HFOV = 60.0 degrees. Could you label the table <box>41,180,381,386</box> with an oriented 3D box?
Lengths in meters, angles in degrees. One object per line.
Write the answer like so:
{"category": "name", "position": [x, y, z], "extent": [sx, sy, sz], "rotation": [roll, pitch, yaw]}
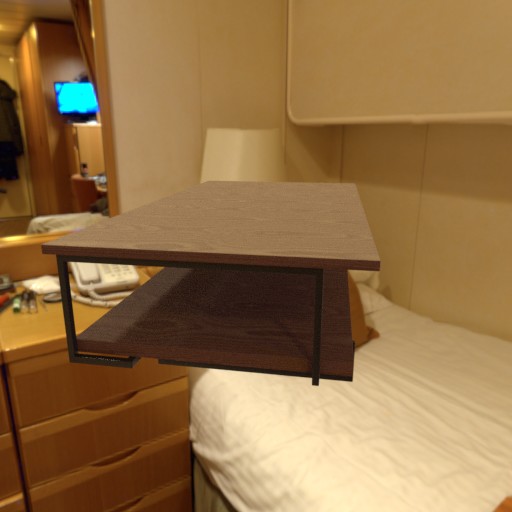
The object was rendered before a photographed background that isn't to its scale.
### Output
{"category": "table", "position": [0.000, 0.000, 1.434], "extent": [0.651, 0.347, 1.197], "rotation": [3, 16, 10]}
